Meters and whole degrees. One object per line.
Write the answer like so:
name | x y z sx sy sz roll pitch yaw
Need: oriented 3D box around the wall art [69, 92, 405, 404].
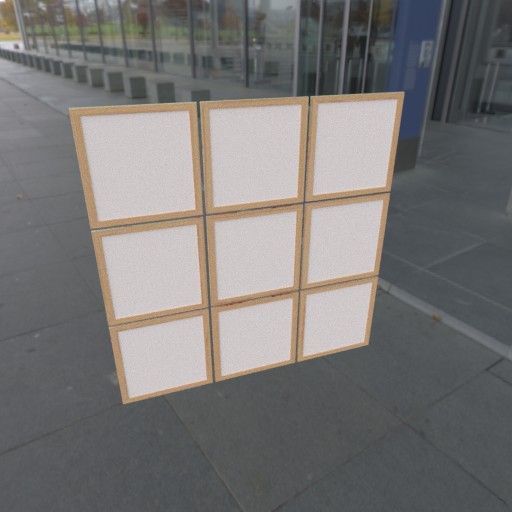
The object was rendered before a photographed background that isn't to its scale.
wall art | 0.000 0.000 2.264 1.517 1.523 0.013 -9 28 -17
